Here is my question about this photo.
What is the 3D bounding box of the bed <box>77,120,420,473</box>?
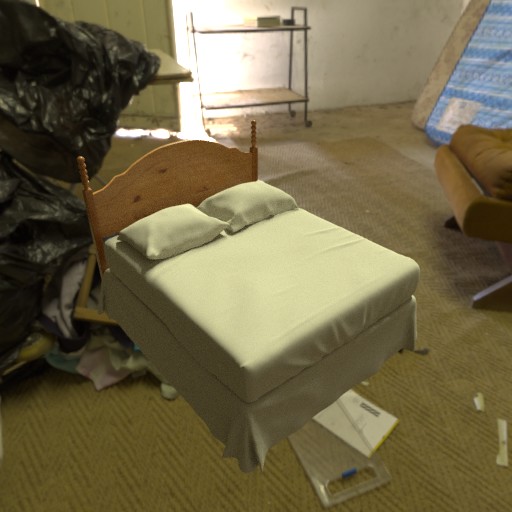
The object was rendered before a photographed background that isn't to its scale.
[{"bbox_3d":[0.000,0.000,3.287,1.873,1.356,2.040,-23,38,-33],"label":"bed"}]
